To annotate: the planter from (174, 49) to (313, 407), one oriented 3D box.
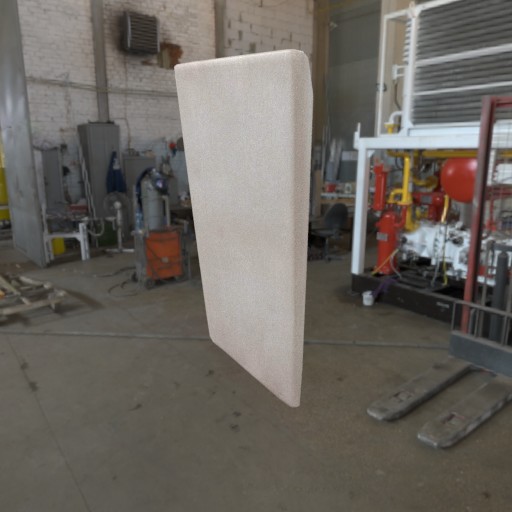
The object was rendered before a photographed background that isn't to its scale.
[{"bbox_3d":[0.000,0.000,0.266,0.060,0.197,0.150,2,13,8],"label":"planter"}]
